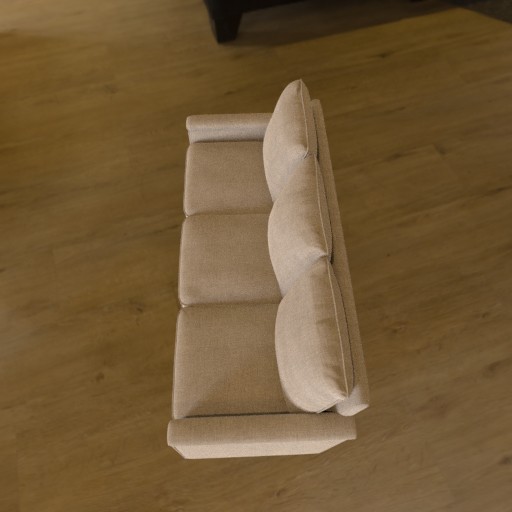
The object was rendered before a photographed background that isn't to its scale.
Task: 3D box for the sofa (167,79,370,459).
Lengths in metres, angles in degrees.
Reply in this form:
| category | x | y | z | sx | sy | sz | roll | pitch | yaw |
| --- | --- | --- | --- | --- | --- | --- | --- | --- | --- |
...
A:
| category | x | y | z | sx | sy | sz | roll | pitch | yaw |
| --- | --- | --- | --- | --- | --- | --- | --- | --- | --- |
| sofa | 0.000 | 0.000 | 2.402 | 0.828 | 0.959 | 1.925 | -2 | 59 | -1 |
